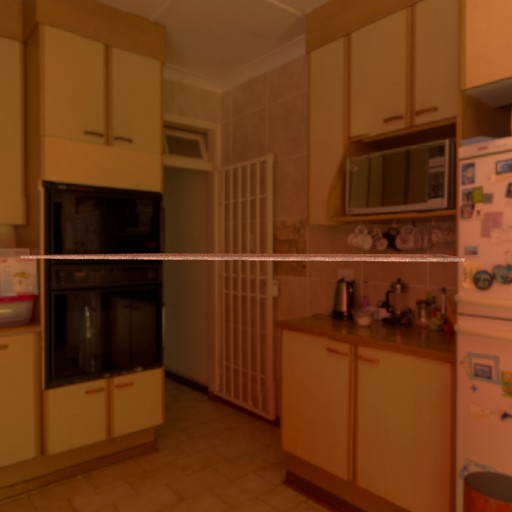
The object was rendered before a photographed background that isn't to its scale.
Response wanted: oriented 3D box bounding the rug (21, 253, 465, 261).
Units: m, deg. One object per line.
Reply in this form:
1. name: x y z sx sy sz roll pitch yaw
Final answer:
1. rug: 0.000 0.000 2.259 1.819 0.012 1.208 0 1 20
